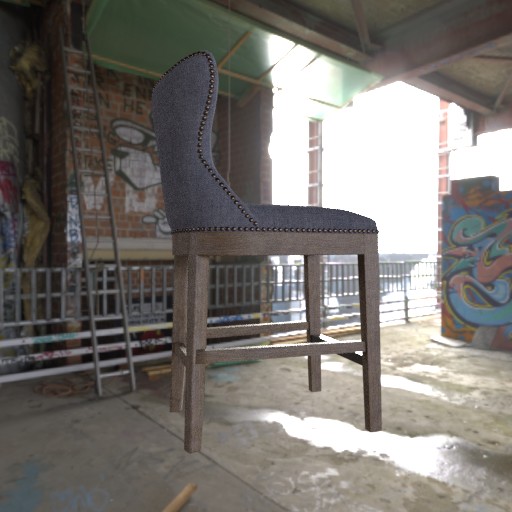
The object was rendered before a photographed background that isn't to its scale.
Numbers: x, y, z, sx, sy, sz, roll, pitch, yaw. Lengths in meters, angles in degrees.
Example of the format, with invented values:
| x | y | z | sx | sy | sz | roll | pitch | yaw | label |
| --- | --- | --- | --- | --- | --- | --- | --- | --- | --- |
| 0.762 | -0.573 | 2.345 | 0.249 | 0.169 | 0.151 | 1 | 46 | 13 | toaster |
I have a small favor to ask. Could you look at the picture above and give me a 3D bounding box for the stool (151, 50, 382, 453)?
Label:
| x | y | z | sx | sy | sz | roll | pitch | yaw | label |
| --- | --- | --- | --- | --- | --- | --- | --- | --- | --- |
| 0.000 | 0.000 | 1.328 | 0.608 | 0.981 | 0.498 | 0 | 0 | -18 | stool |
